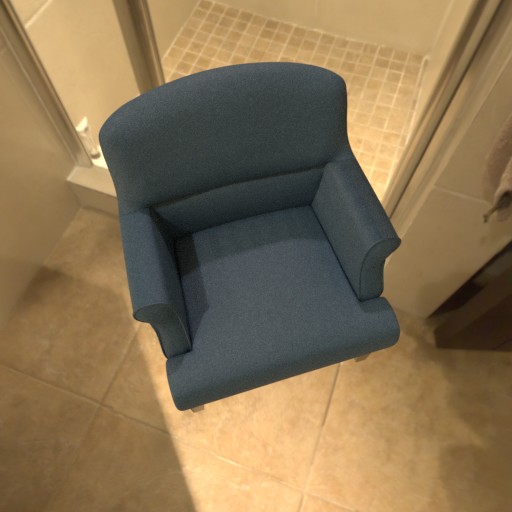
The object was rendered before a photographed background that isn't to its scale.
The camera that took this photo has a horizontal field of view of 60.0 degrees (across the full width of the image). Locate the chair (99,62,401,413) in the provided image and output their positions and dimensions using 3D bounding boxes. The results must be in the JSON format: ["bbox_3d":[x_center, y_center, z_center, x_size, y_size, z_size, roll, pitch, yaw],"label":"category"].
[{"bbox_3d":[0.000,0.000,1.426,0.770,0.878,0.754,-15,64,-8],"label":"chair"}]
